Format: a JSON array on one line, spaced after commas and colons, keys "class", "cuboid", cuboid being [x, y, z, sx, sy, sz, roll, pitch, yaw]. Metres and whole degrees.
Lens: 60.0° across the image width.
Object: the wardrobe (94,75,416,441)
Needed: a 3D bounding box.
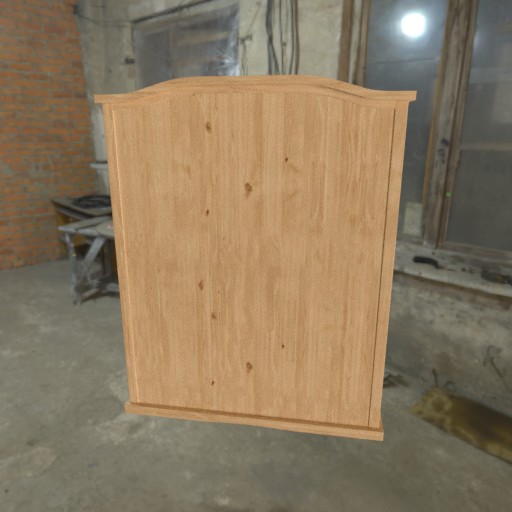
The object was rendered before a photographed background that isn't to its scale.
[{"class": "wardrobe", "cuboid": [0.000, 0.000, 2.543, 1.500, 1.870, 0.570, 3, 17, 9]}]
